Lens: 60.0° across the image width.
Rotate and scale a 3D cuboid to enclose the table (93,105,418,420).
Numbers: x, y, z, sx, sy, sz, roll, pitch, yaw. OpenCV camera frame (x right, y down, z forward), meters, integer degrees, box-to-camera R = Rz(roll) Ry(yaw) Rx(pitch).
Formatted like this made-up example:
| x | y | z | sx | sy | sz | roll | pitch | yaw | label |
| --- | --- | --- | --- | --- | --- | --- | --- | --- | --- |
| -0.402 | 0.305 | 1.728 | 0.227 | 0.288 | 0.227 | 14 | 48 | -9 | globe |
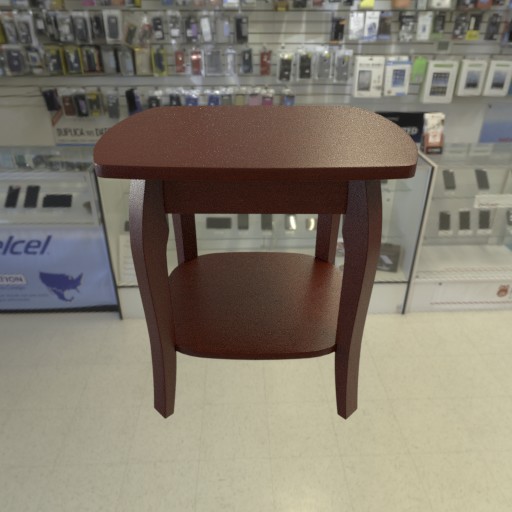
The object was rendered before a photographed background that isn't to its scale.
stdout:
| x | y | z | sx | sy | sz | roll | pitch | yaw | label |
| --- | --- | --- | --- | --- | --- | --- | --- | --- | --- |
| 0.000 | 0.000 | 0.875 | 0.502 | 0.496 | 0.433 | 0 | 29 | 0 | table |
